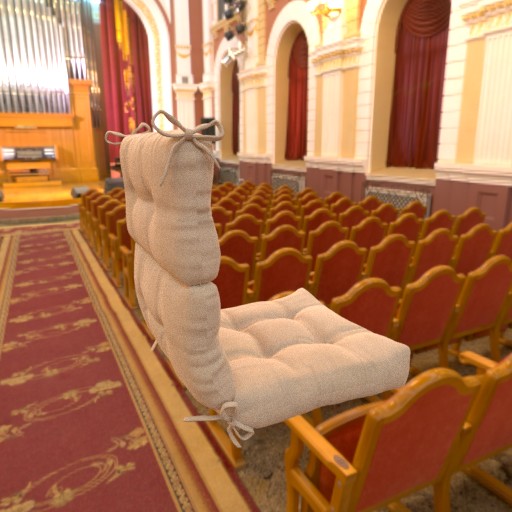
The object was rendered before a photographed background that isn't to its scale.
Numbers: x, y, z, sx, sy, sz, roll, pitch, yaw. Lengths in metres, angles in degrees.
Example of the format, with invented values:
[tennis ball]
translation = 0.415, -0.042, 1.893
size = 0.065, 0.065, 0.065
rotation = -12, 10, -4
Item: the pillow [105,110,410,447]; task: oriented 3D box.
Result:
[pillow]
translation = 0.000, 0.000, 1.031
size = 0.571, 0.605, 0.519
rotation = -7, 16, -25
